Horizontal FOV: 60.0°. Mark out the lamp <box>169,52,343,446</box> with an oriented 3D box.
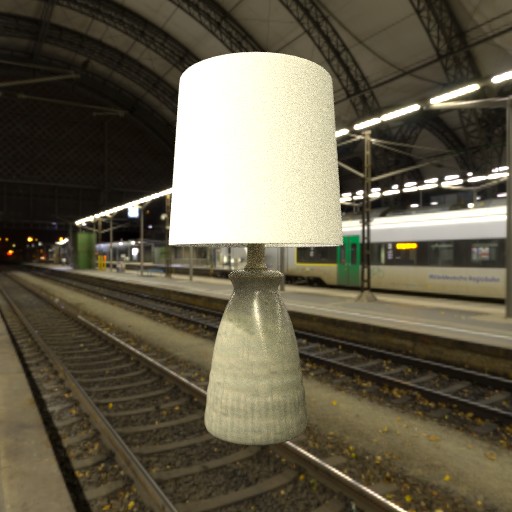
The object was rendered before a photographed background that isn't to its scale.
[{"bbox_3d":[0.000,0.000,0.483,0.186,0.369,0.186,0,0,0],"label":"lamp"}]
